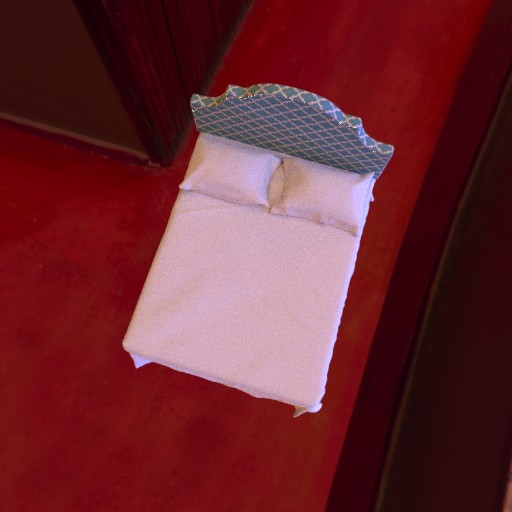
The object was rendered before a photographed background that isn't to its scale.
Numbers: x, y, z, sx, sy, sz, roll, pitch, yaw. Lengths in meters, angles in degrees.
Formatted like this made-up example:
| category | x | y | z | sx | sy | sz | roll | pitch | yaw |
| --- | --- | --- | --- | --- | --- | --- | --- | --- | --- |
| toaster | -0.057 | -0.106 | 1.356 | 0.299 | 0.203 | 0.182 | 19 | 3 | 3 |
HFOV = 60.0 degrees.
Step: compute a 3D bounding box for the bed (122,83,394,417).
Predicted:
| category | x | y | z | sx | sy | sz | roll | pitch | yaw |
| --- | --- | --- | --- | --- | --- | --- | --- | --- | --- |
| bed | 0.000 | 0.000 | 3.495 | 1.780 | 1.633 | 2.222 | 16 | 75 | 4 |
